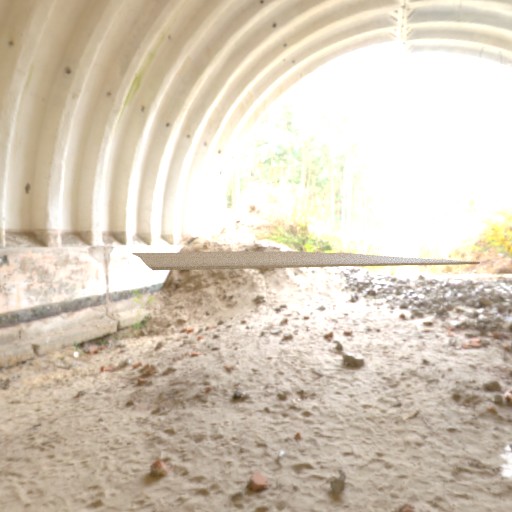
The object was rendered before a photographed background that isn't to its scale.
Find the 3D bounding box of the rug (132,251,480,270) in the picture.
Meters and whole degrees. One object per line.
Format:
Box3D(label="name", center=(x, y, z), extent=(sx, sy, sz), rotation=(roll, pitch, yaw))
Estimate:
Box3D(label="rug", center=(0.000, 0.000, 3.045), extent=(1.574, 0.029, 2.346), rotation=(-1, 2, -17))
